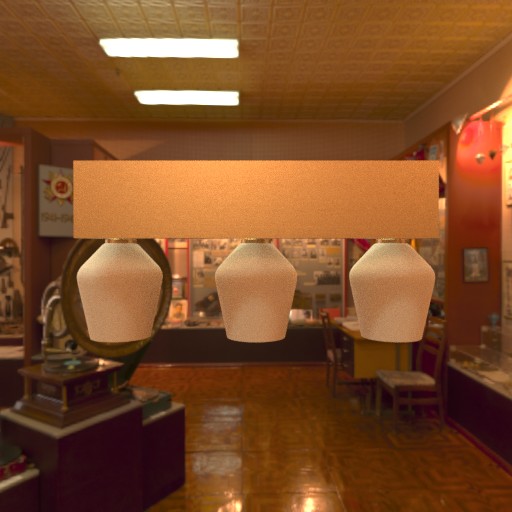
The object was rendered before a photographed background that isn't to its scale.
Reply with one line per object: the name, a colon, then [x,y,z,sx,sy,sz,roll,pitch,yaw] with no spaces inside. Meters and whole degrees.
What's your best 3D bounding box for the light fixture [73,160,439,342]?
light fixture: [0.000,0.000,0.743,0.609,0.280,0.190,0,0,0]
